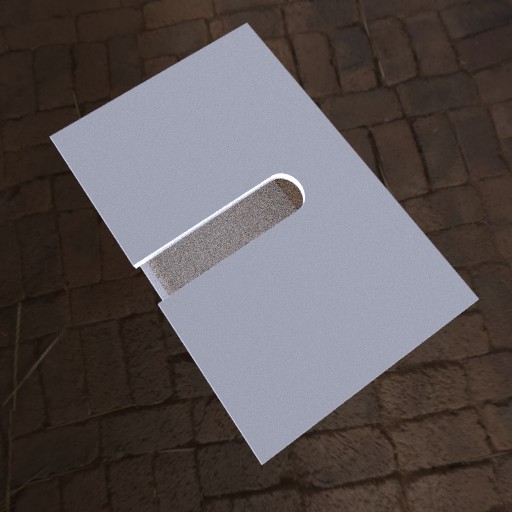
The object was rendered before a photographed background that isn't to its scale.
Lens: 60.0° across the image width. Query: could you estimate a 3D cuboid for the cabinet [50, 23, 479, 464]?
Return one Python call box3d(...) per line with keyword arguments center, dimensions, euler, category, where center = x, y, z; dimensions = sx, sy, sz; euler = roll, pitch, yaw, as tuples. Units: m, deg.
box3d(center=(0.000, 0.000, 0.939), dimensions=(0.400, 0.522, 0.600), euler=(-34, 77, -9), category="cabinet")
